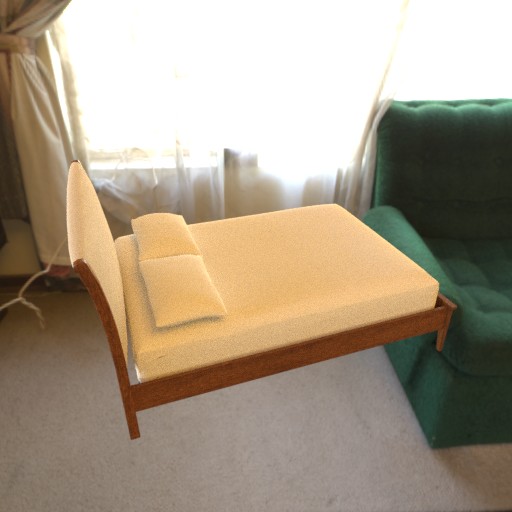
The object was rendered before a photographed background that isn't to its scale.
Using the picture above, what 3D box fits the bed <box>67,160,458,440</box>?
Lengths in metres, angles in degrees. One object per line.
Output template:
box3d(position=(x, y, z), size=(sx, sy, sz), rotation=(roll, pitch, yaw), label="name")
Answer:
box3d(position=(0.000, 0.000, 3.268), size=(2.380, 1.250, 1.612), rotation=(-10, 32, -17), label="bed")
